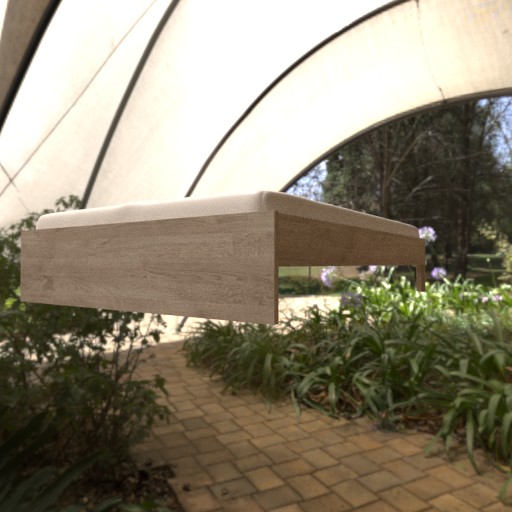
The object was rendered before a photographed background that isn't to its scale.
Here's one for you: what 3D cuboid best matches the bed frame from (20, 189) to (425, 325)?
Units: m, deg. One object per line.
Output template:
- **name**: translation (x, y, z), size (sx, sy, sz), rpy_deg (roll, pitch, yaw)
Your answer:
- **bed frame**: translation (0.000, 0.000, 2.578), size (1.490, 0.462, 1.950), rpy_deg (-1, -1, 35)
